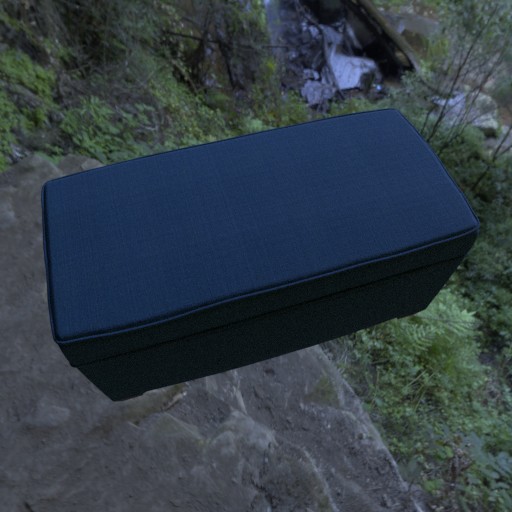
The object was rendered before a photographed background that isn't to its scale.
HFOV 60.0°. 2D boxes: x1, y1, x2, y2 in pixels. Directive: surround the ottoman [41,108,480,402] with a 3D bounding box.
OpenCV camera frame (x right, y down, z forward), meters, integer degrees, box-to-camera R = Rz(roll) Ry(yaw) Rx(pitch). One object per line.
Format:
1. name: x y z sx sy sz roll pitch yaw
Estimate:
1. ottoman: 0.000 0.000 1.188 0.943 0.474 0.474 -14 59 -9
